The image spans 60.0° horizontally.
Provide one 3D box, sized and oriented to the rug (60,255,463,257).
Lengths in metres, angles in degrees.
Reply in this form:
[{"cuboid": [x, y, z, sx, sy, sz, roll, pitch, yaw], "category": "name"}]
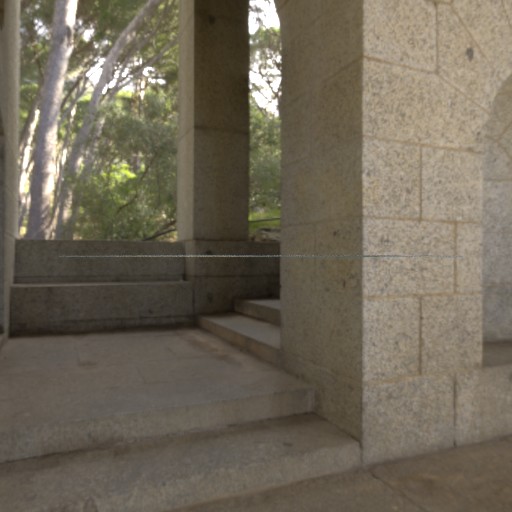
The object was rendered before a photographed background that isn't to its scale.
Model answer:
[{"cuboid": [0.000, 0.000, 2.257, 1.740, 0.010, 1.135, 0, 0, 37], "category": "rug"}]
